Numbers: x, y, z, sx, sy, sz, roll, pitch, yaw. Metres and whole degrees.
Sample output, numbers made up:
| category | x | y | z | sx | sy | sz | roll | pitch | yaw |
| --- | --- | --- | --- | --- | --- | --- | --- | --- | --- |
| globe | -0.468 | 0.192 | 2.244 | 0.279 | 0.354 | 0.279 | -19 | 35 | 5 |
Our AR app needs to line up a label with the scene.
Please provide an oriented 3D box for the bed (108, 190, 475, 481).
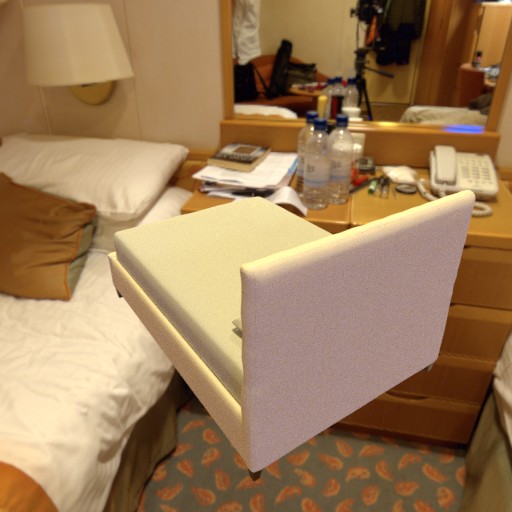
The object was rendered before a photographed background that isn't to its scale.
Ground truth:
| category | x | y | z | sx | sy | sz | roll | pitch | yaw |
| --- | --- | --- | --- | --- | --- | --- | --- | --- | --- |
| bed | 0.000 | 0.000 | 3.474 | 1.698 | 1.427 | 2.387 | -18 | 34 | -30 |
